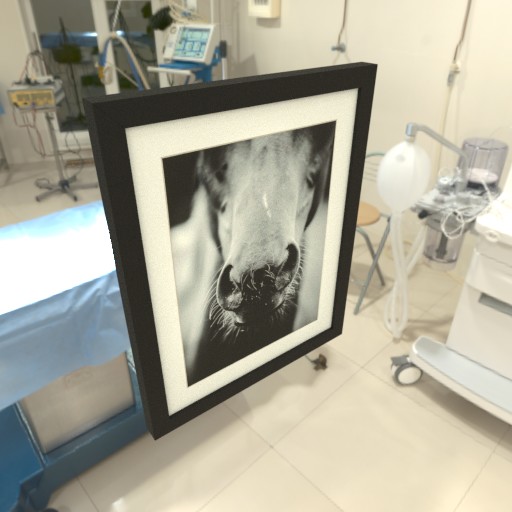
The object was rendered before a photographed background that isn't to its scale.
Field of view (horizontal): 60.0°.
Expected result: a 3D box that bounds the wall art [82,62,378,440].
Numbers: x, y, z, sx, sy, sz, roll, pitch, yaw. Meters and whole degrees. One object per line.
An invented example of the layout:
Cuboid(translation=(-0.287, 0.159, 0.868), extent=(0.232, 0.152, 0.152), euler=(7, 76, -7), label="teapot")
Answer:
Cuboid(translation=(0.000, 0.000, 0.535), extent=(0.329, 0.404, 0.024), euler=(-21, 37, -31), label="wall art")
